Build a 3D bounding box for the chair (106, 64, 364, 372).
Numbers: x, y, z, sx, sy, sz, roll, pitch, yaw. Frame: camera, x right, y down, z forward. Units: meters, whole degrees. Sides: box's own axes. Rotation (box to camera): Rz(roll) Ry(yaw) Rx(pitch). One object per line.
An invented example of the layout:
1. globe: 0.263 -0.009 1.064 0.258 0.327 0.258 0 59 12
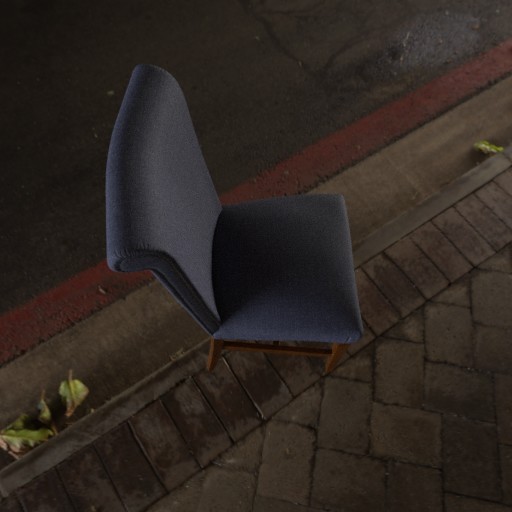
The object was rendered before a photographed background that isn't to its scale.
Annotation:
1. chair: 0.000 0.000 1.330 0.608 0.988 0.513 -2 63 -1
